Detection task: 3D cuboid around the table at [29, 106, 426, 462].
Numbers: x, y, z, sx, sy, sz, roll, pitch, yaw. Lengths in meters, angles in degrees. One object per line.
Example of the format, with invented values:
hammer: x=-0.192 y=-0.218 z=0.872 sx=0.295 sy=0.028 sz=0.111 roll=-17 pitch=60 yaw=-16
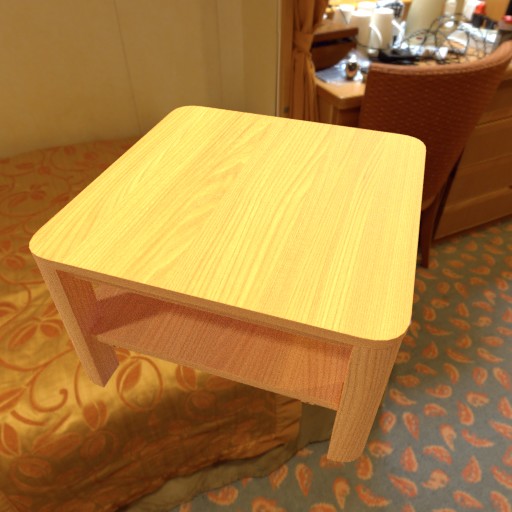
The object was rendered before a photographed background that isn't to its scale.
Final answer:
table: x=0.000 y=0.000 z=1.198 sx=0.750 sy=0.450 sz=0.750 roll=12 pitch=43 yaw=14
